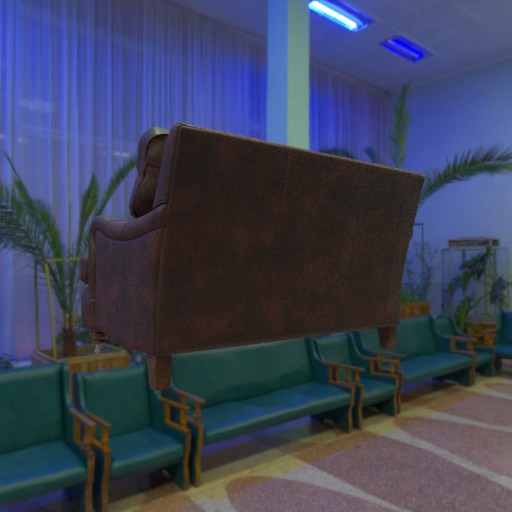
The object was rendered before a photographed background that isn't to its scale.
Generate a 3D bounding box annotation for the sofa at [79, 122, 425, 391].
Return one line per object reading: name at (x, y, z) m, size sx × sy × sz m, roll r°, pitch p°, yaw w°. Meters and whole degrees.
sofa at (0.000, 0.000, 2.447) m, size 1.628 × 1.070 × 1.148 m, roll 1°, pitch -2°, yaw -36°
